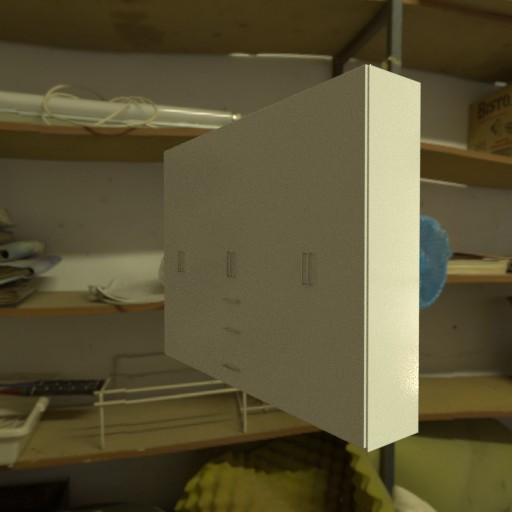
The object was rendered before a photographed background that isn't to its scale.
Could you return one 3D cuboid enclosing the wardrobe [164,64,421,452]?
[{"bbox_3d":[0.000,0.000,4.049,0.580,2.360,3.000,-1,1,-35],"label":"wardrobe"}]
